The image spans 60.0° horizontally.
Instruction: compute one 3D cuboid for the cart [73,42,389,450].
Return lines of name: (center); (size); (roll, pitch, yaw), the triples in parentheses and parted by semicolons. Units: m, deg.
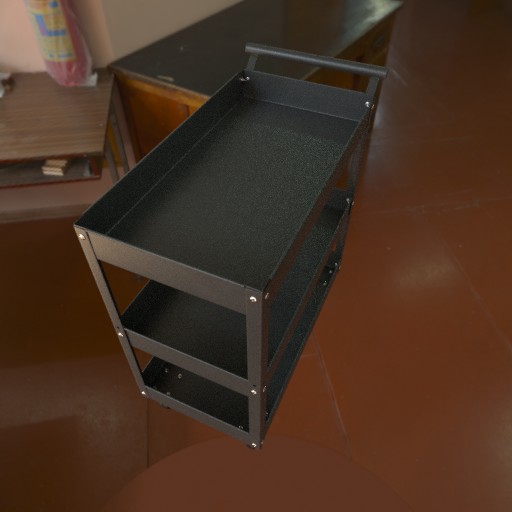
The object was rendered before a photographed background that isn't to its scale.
cart: (0.000, 0.000, 1.160); (0.366, 0.780, 0.719); (18, 49, 17)
